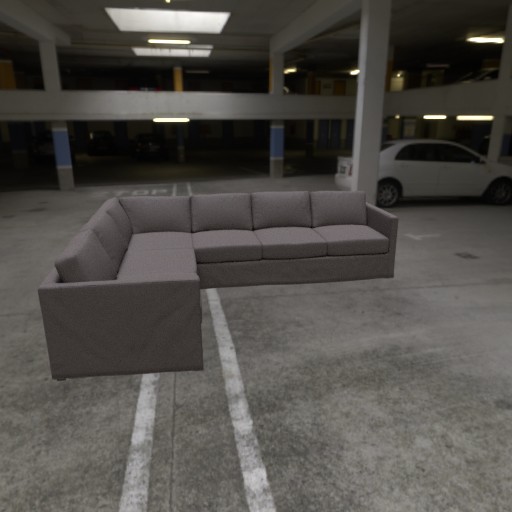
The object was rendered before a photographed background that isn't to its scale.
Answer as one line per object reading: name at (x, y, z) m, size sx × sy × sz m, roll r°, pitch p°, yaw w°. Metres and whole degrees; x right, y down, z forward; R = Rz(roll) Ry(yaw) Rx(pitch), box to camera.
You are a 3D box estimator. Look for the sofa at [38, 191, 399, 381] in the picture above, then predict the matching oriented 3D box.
sofa at (0.000, 0.000, 4.211) m, size 3.182 × 0.871 × 2.432 m, roll -3°, pitch 18°, yaw -9°
